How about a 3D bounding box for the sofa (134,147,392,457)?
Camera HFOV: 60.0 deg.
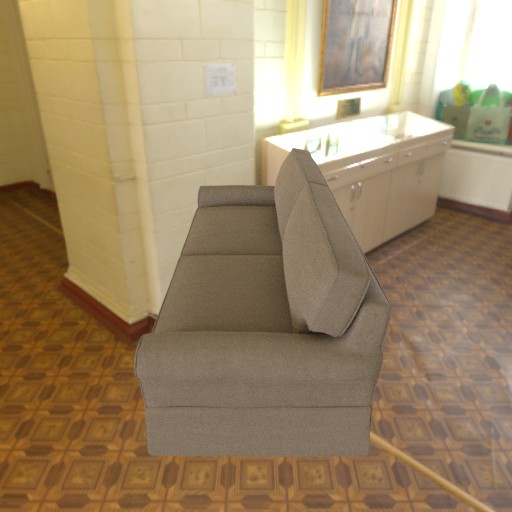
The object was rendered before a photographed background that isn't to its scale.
[{"bbox_3d":[0.000,0.000,2.680,0.991,0.943,2.248,0,25,0],"label":"sofa"}]
